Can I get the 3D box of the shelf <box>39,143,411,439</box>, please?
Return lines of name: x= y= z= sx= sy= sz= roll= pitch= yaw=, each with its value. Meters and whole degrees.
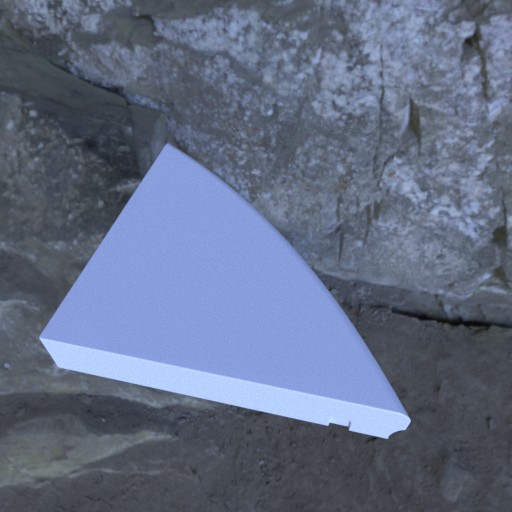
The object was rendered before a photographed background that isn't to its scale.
shelf: x=0.000 y=0.000 z=0.473 sx=0.310 sy=0.050 sz=0.310 roll=9 pitch=48 yaw=9
